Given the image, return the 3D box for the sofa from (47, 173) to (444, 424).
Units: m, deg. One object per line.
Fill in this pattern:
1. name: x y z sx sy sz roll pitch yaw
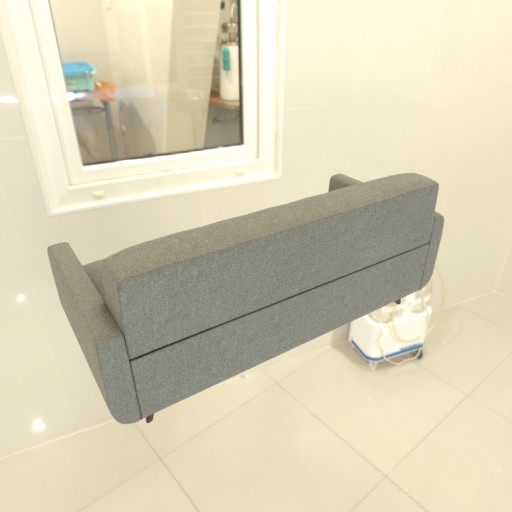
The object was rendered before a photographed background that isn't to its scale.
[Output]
1. sofa: 0.000 0.000 2.557 2.055 0.873 0.968 -18 35 -28
